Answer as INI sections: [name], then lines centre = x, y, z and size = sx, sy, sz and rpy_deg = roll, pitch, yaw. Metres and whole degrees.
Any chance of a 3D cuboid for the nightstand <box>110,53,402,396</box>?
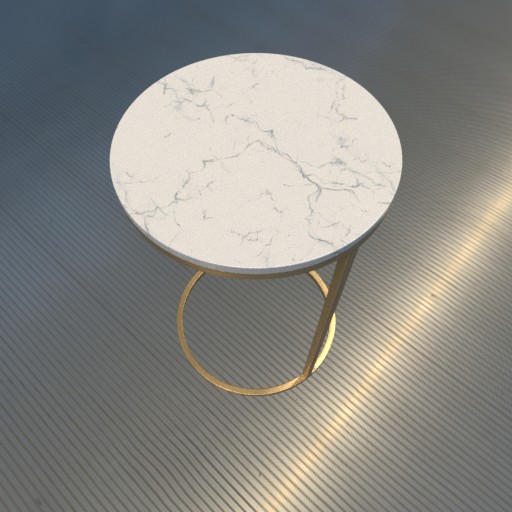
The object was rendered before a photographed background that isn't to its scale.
[nightstand]
centre = 0.000, 0.000, 0.875
size = 0.400, 0.610, 0.400
rpy_deg = -3, 59, -2
